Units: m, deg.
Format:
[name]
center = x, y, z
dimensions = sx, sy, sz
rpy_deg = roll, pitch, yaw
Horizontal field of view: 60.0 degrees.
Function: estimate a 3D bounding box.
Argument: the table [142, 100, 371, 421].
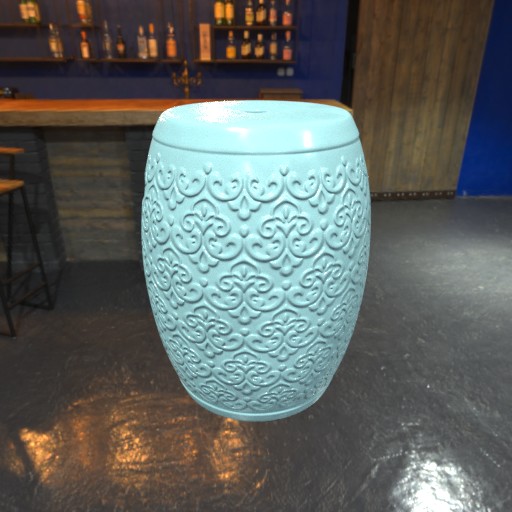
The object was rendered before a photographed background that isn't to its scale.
[table]
center = 0.000, 0.000, 0.628
dimensions = 0.309, 0.397, 0.309
rpy_deg = 0, 25, 0
